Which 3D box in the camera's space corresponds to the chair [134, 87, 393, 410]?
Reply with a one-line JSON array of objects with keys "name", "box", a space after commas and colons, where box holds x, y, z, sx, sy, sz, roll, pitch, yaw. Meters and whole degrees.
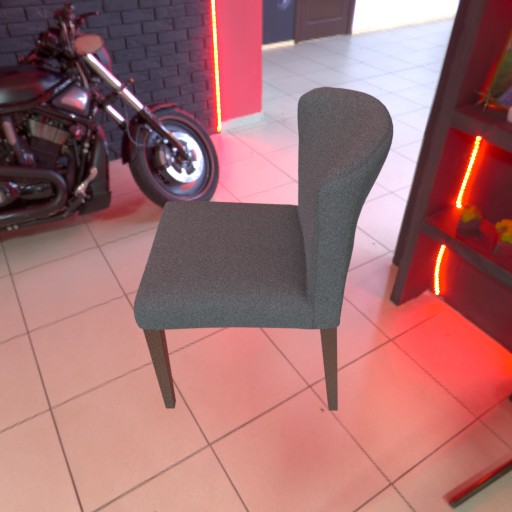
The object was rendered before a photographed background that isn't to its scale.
[{"name": "chair", "box": [0.000, 0.000, 1.236, 0.592, 0.839, 0.491, 0, 39, 0]}]
